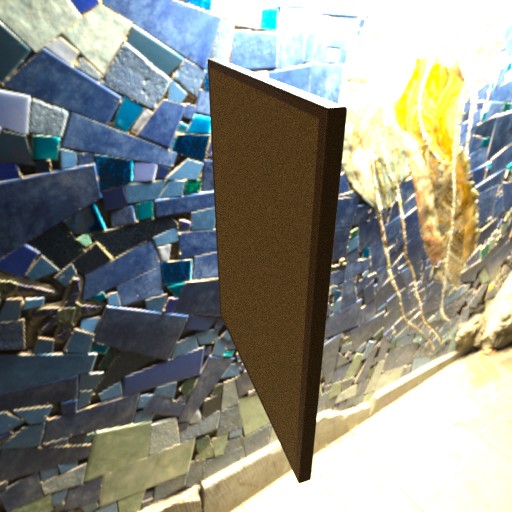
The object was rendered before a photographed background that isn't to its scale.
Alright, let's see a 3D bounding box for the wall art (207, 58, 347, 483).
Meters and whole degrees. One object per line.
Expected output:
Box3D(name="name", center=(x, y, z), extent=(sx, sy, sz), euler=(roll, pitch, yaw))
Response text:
Box3D(name="wall art", center=(0.000, 0.000, 0.722), extent=(0.021, 0.550, 0.449), euler=(-10, 31, -17))
